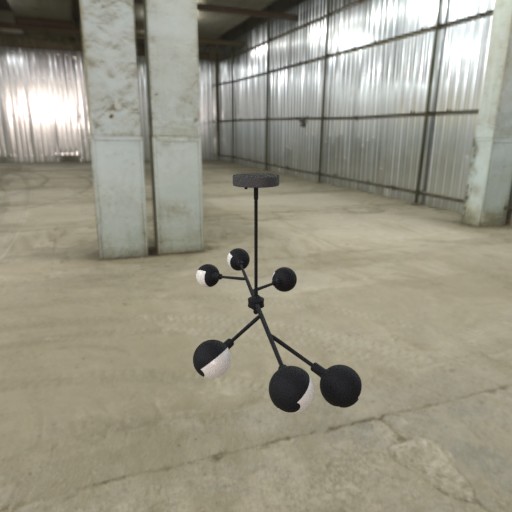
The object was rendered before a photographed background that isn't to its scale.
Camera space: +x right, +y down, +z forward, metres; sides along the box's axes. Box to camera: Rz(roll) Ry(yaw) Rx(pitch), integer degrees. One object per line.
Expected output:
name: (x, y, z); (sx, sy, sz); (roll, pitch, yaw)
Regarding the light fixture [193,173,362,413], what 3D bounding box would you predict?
light fixture: (0.000, 0.000, 1.006); (0.434, 0.362, 0.778); (2, 16, 7)
